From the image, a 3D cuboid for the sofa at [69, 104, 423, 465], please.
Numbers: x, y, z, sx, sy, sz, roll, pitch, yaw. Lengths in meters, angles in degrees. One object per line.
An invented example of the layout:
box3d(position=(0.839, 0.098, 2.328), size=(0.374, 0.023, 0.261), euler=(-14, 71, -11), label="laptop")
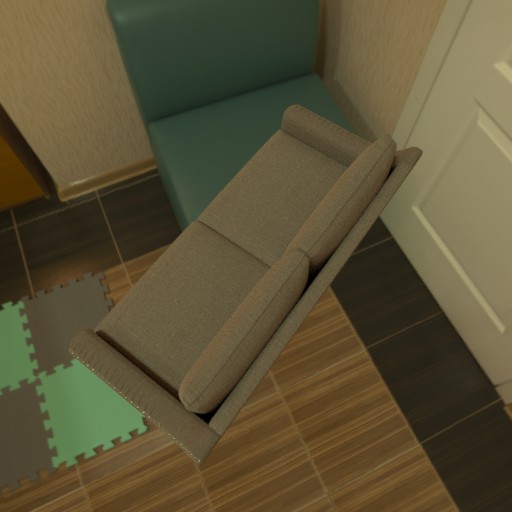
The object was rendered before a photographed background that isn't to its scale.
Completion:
box3d(position=(0.000, 0.000, 2.756), size=(1.000, 0.857, 2.208), euler=(33, 68, 15), label="sofa")
